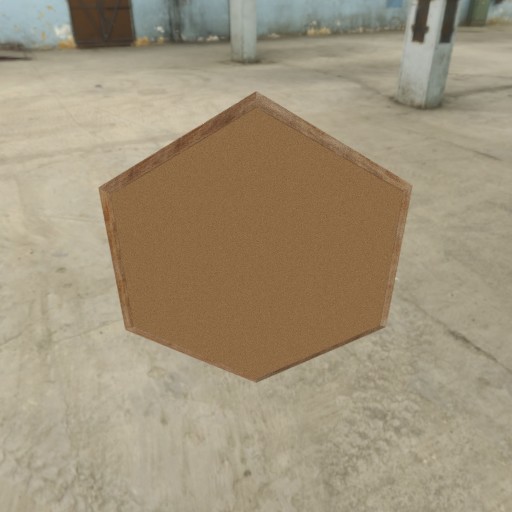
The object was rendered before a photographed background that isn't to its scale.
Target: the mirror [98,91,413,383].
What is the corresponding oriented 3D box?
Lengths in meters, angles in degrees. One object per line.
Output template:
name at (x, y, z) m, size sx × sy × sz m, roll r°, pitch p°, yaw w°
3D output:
mirror at (0.000, 0.000, 1.082) m, size 0.675 × 0.779 × 0.091 m, roll -1°, pitch 30°, yaw -1°
